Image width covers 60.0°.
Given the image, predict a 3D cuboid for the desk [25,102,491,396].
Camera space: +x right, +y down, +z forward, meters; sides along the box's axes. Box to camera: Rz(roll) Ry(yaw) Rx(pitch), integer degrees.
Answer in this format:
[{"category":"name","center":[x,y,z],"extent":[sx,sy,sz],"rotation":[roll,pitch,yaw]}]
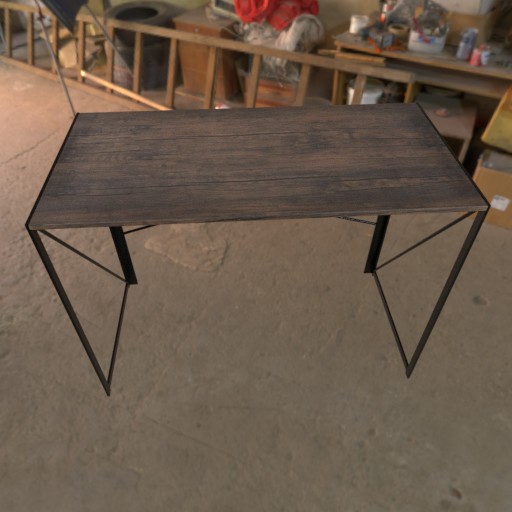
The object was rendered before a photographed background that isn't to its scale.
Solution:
[{"category":"desk","center":[0.000,0.000,1.402],"extent":[1.015,0.747,0.505],"rotation":[-3,45,-3]}]
